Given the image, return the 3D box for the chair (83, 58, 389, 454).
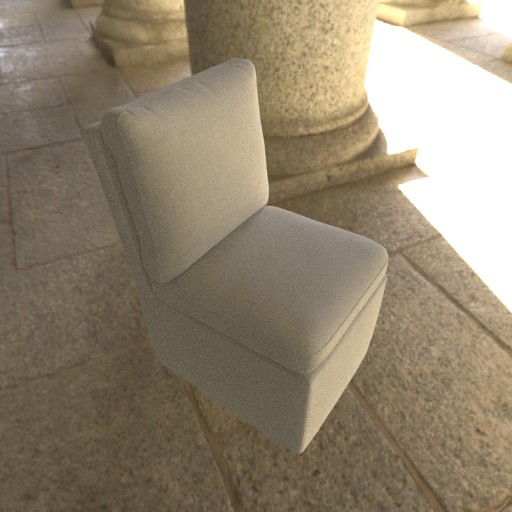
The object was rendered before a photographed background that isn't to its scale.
[{"bbox_3d":[0.000,0.000,1.302,0.698,0.927,0.503,25,47,26],"label":"chair"}]
